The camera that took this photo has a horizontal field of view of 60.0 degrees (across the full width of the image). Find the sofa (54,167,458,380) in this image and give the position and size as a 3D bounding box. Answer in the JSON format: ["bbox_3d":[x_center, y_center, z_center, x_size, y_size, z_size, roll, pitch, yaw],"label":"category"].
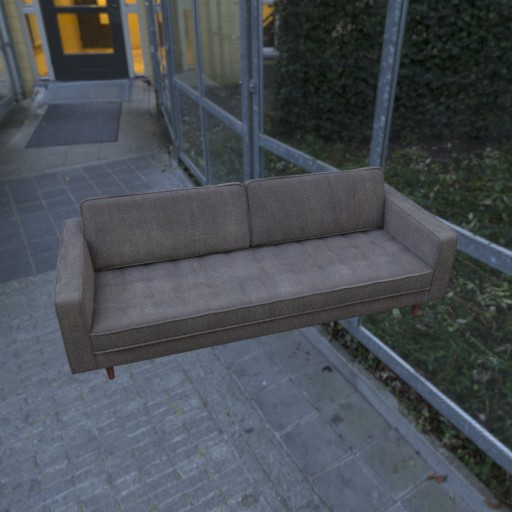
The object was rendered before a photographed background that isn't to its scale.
[{"bbox_3d":[0.000,0.000,2.773,2.295,0.813,0.923,-9,32,-15],"label":"sofa"}]
